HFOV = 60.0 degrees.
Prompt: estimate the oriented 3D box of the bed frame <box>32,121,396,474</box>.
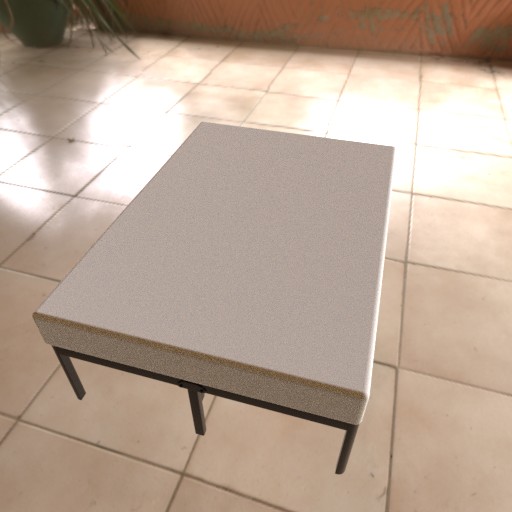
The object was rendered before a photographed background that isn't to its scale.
[{"bbox_3d":[0.000,0.000,2.619,1.408,0.659,1.956,11,43,12],"label":"bed frame"}]
